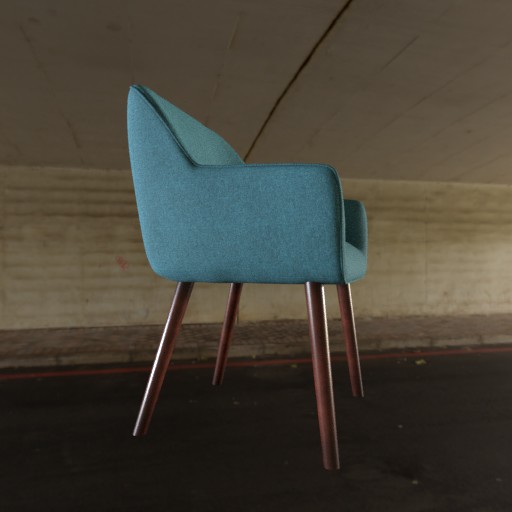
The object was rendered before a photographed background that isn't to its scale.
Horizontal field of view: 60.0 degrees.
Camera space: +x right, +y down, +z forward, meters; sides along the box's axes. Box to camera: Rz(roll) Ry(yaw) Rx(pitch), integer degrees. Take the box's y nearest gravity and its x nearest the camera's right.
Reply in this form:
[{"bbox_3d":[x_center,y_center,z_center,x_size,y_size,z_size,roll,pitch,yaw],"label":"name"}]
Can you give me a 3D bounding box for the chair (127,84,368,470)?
[{"bbox_3d":[0.000,0.000,1.139,0.519,0.803,0.543,0,-1,19],"label":"chair"}]
